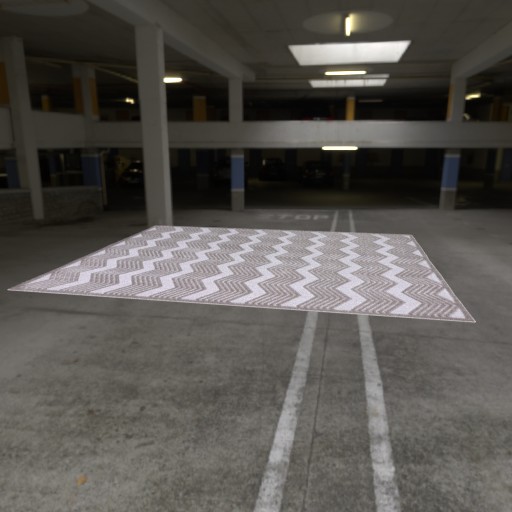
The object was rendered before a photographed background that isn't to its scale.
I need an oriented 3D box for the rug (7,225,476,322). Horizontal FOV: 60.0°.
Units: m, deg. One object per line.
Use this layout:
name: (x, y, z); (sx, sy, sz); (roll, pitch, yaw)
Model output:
rug: (0.000, 0.000, 3.789); (2.880, 0.005, 2.391); (3, 15, 11)
